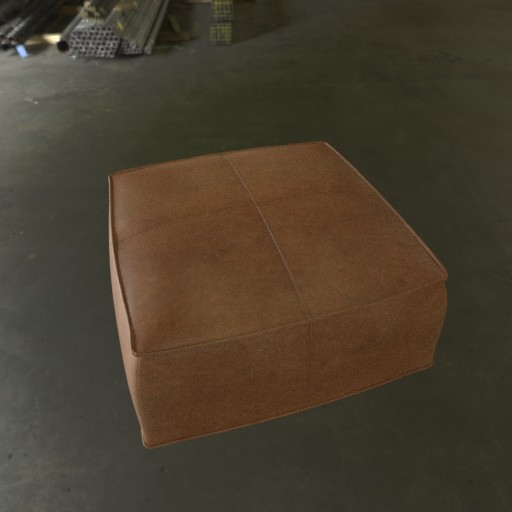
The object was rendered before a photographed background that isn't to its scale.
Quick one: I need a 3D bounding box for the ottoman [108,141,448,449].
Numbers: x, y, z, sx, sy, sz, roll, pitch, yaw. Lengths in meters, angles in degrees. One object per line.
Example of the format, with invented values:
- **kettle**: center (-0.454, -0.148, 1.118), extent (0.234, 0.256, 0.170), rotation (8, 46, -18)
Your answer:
- **ottoman**: center (0.000, 0.000, 1.413), extent (0.902, 0.395, 0.901), rotation (-12, 43, -13)
